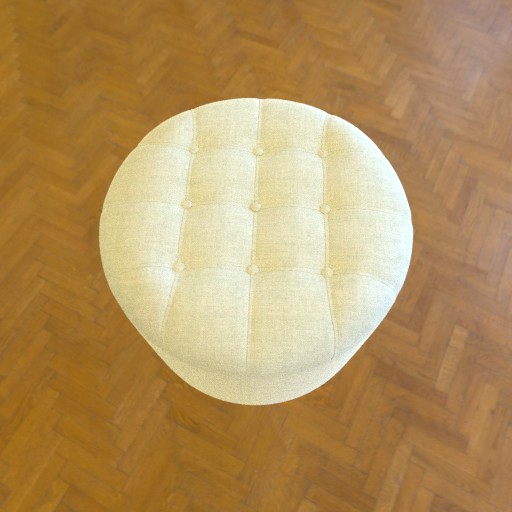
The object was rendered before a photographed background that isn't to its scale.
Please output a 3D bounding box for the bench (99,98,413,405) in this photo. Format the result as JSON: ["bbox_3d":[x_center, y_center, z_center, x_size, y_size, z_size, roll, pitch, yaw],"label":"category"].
[{"bbox_3d":[0.000,0.000,1.006,0.600,0.453,0.600,0,64,0],"label":"bench"}]
